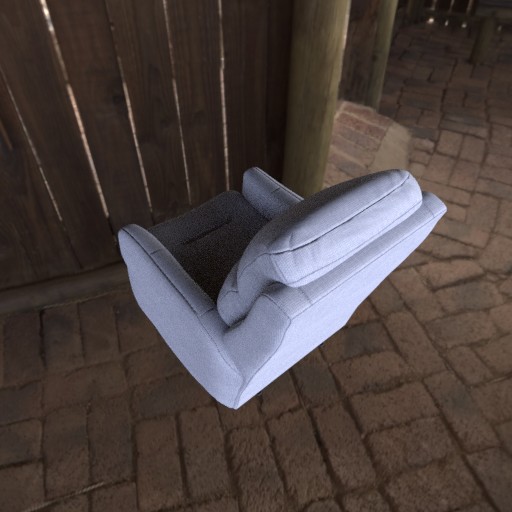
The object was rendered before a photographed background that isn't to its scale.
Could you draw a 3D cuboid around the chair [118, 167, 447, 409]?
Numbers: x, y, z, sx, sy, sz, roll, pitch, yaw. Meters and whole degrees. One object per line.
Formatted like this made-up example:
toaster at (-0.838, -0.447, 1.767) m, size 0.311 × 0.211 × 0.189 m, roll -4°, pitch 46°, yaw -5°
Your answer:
chair at (0.000, 0.000, 1.800) m, size 0.829 × 1.030 × 1.080 m, roll -30°, pitch 52°, yaw -27°
